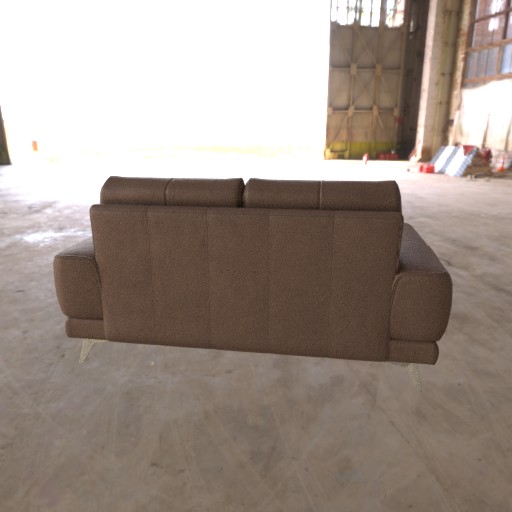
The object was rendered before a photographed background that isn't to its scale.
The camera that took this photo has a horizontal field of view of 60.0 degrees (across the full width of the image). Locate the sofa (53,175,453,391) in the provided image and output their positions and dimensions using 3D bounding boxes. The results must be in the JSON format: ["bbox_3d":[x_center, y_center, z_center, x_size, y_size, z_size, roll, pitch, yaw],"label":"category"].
[{"bbox_3d":[0.000,0.000,2.400,1.806,0.907,1.018,2,17,8],"label":"sofa"}]
